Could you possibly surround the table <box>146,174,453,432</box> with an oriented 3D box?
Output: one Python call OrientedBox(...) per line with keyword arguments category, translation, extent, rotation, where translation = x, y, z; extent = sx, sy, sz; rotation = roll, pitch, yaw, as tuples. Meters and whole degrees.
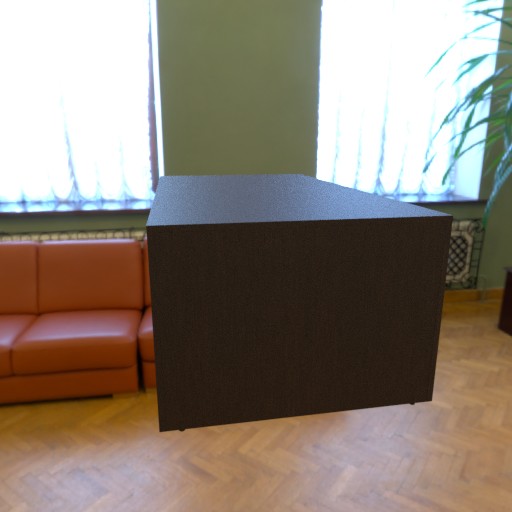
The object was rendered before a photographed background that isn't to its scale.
OrientedBox(category="table", translation=(0.000, 0.000, 1.408), extent=(0.597, 0.424, 1.099), rotation=(-3, 15, -10))
